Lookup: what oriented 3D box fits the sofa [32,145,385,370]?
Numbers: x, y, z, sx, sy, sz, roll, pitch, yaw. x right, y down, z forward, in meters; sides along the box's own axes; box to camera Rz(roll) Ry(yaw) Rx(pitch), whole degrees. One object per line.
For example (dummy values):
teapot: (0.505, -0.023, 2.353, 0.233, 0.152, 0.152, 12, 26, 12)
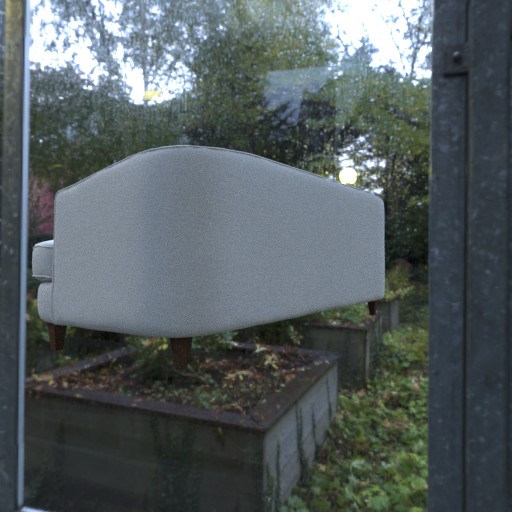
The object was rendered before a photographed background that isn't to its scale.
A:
sofa: (0.000, 0.000, 2.656, 0.941, 0.855, 2.278, 0, 0, 36)
